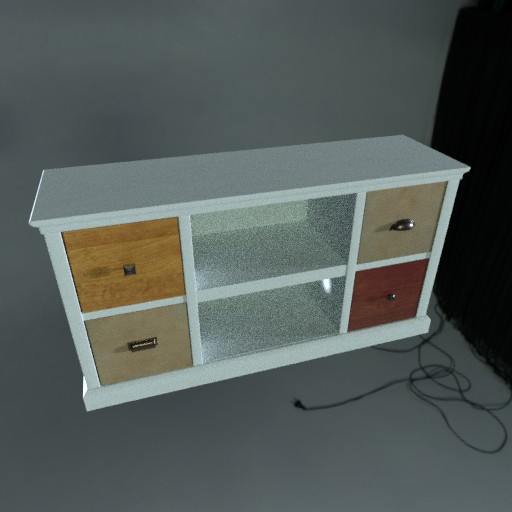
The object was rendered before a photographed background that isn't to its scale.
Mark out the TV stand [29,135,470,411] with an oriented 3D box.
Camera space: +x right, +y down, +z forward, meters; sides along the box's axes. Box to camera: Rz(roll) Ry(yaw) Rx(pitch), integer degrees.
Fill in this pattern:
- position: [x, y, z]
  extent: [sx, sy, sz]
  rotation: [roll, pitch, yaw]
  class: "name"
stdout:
- position: [0.000, 0.000, 1.464]
  extent: [1.187, 0.624, 0.424]
  rotation: [-9, 32, -15]
  class: "TV stand"
